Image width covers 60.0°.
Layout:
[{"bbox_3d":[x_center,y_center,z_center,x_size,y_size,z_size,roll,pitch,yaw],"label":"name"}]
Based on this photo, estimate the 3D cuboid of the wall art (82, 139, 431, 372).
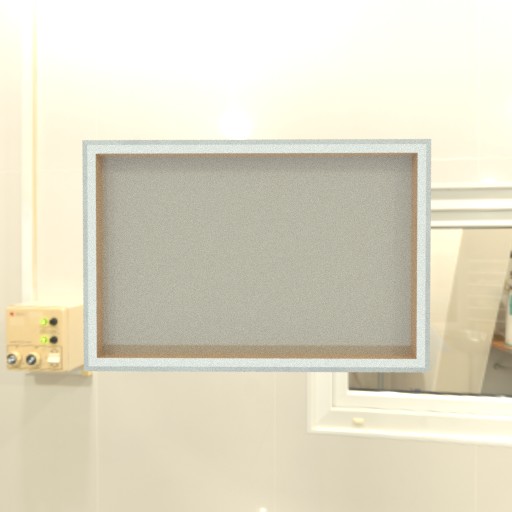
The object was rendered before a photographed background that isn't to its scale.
[{"bbox_3d":[0.000,0.000,0.795,0.609,0.407,0.038,0,1,1],"label":"wall art"}]
